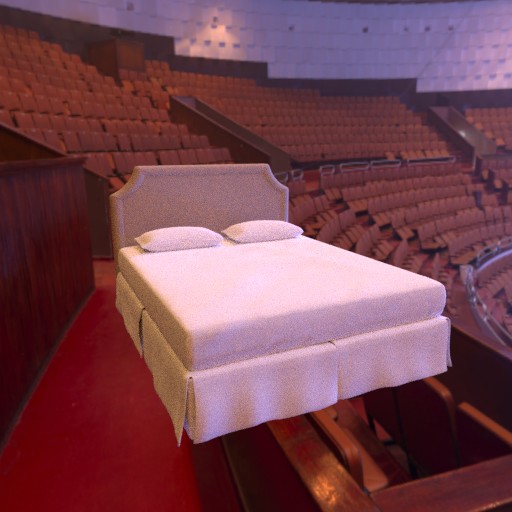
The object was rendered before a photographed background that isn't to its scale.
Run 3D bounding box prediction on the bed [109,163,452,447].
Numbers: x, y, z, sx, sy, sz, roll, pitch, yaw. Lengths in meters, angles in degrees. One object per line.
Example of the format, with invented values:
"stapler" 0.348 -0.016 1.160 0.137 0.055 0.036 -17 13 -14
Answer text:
"bed" 0.000 0.000 4.183 2.350 1.590 2.773 -7 15 -25
